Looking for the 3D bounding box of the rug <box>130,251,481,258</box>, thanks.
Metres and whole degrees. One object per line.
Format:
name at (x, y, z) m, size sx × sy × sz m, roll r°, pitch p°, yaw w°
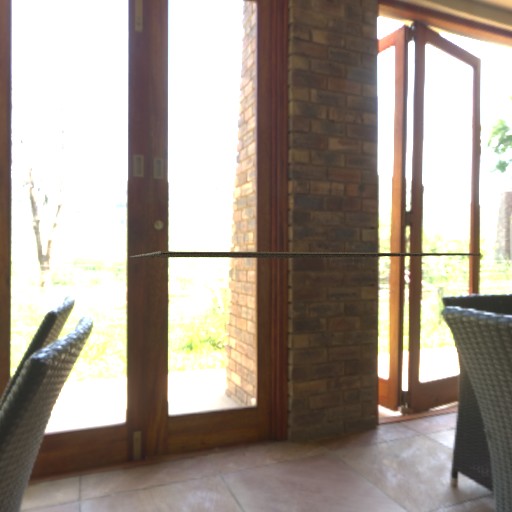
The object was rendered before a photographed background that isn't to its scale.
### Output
rug at (0.000, 0.000, 2.384) m, size 1.219 × 0.008 × 1.829 m, roll 0°, pitch -1°, yaw -19°
